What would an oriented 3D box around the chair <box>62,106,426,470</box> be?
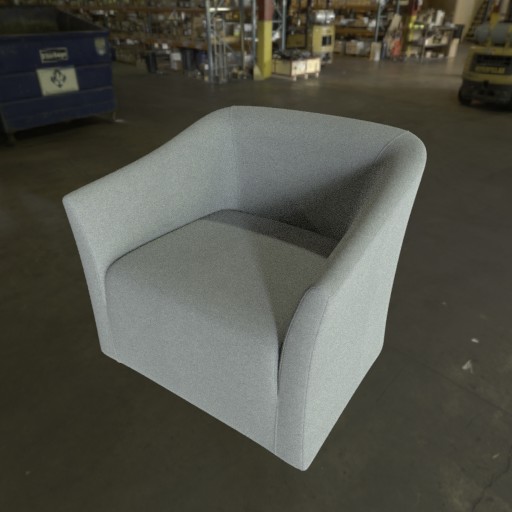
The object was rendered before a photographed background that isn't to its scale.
[{"bbox_3d":[0.000,0.000,1.325,0.790,0.720,0.700,19,35,29],"label":"chair"}]
